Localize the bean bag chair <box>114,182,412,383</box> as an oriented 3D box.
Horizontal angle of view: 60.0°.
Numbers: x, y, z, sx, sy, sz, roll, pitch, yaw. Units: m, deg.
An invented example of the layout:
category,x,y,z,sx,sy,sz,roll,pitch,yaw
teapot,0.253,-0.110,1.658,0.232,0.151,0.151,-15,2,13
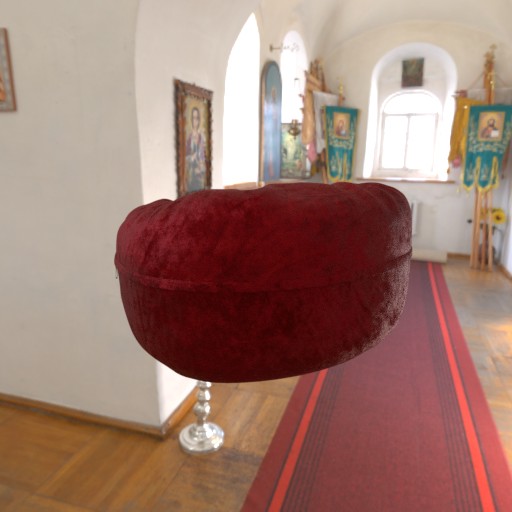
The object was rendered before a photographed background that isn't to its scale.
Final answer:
category,x,y,z,sx,sy,sz,roll,pitch,yaw
bean bag chair,0.000,0.000,2.423,1.524,0.878,1.524,-7,16,-26
